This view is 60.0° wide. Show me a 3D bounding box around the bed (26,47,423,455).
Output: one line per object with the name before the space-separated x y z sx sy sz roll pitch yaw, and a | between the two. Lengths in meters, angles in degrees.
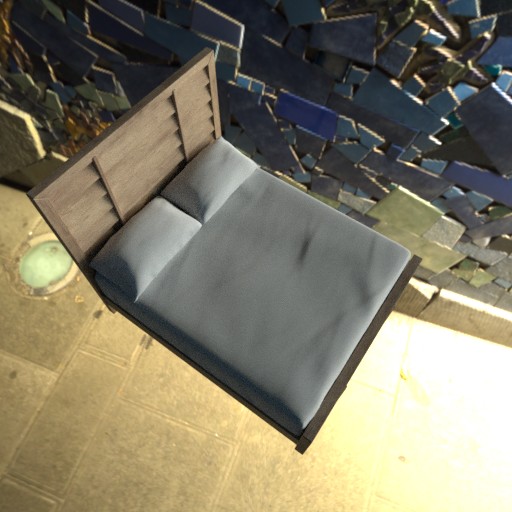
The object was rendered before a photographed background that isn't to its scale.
bed | 0.000 0.000 3.213 2.017 1.631 1.615 32 65 17
